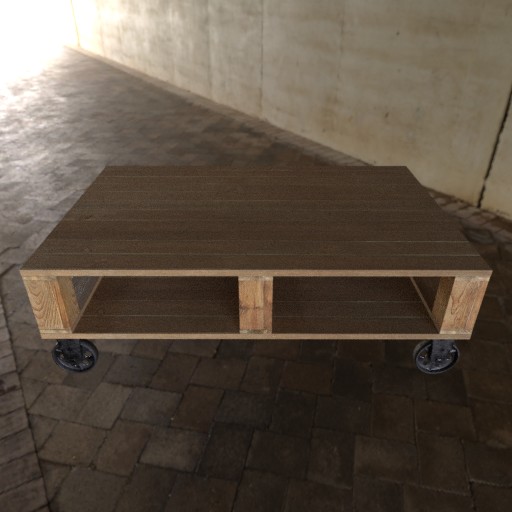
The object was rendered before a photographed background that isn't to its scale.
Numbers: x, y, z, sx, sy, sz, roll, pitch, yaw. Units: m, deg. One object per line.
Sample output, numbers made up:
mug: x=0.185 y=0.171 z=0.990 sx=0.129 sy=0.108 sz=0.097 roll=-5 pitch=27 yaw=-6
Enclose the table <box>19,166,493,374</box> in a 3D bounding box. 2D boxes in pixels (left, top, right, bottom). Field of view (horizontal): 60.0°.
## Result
table: x=0.000 y=0.000 z=1.676 sx=1.299 sy=0.413 sz=0.827 roll=0 pitch=31 yaw=0
